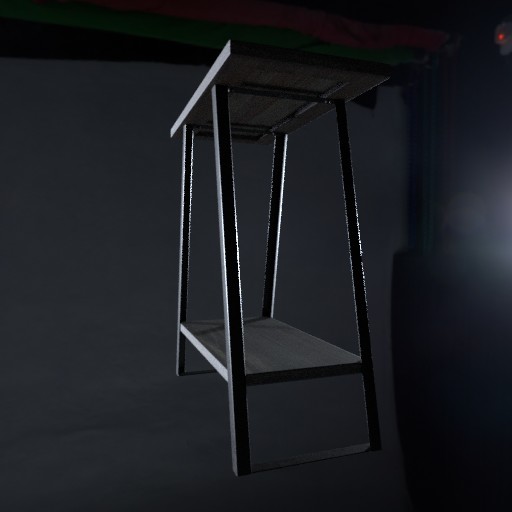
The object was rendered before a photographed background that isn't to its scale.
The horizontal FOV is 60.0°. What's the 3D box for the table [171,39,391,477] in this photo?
[{"bbox_3d":[0.000,0.000,1.035,0.300,0.701,0.599,-1,2,-20],"label":"table"}]
